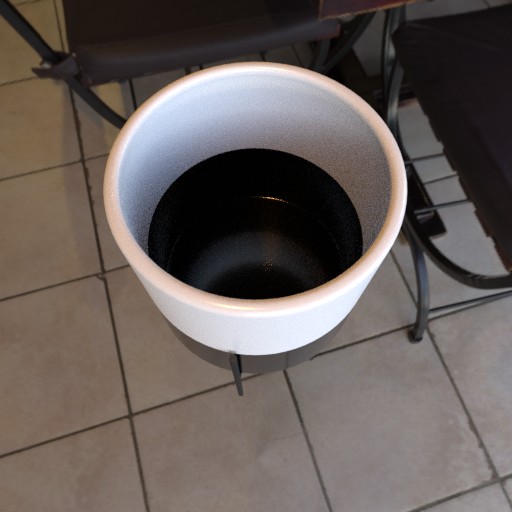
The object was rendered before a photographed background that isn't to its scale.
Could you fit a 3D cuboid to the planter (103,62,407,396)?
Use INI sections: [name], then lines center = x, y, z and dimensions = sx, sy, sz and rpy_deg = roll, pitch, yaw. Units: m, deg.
[planter]
center = 0.000, 0.000, 0.635
dimensions = 0.310, 0.432, 0.310
rpy_deg = -33, 70, -14
